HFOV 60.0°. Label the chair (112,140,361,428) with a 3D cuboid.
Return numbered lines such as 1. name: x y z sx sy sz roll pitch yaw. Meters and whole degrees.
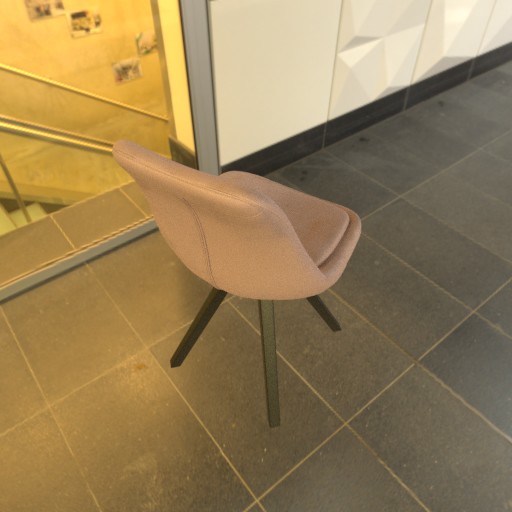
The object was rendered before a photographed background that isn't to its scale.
1. chair: 0.000 0.000 1.197 0.483 0.865 0.547 24 50 22
